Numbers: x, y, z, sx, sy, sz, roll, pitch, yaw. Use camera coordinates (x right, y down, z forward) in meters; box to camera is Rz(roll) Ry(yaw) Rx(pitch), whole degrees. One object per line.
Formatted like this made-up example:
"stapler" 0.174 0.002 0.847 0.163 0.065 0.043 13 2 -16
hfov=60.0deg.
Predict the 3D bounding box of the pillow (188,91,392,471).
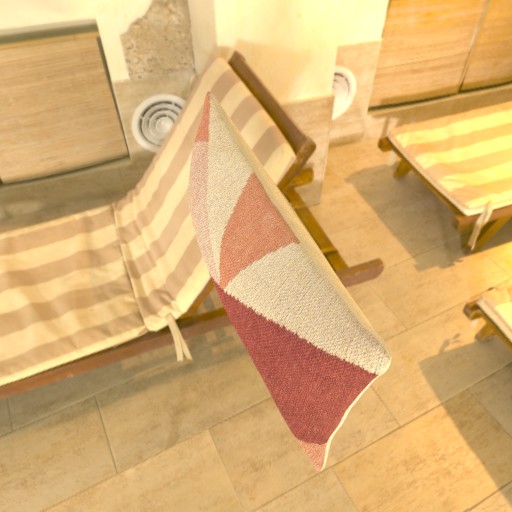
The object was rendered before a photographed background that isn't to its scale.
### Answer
"pillow" 0.000 0.000 0.729 0.155 0.292 0.609 -16 49 -14
